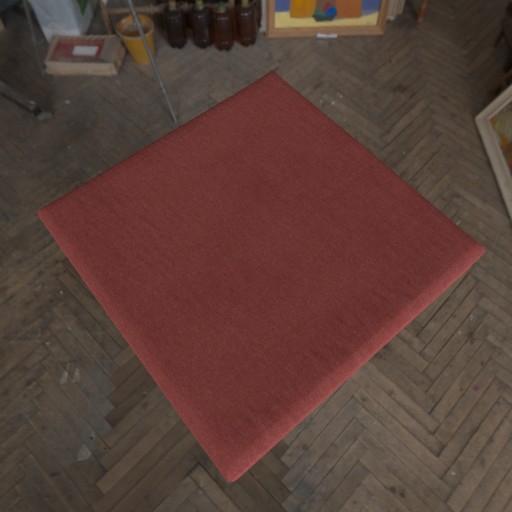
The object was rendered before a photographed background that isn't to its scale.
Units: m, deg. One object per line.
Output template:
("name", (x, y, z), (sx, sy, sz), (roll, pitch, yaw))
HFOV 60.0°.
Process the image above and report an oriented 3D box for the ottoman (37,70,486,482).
("ottoman", (0.000, 0.000, 1.364), (0.889, 0.411, 0.890), (-36, 69, -17))
